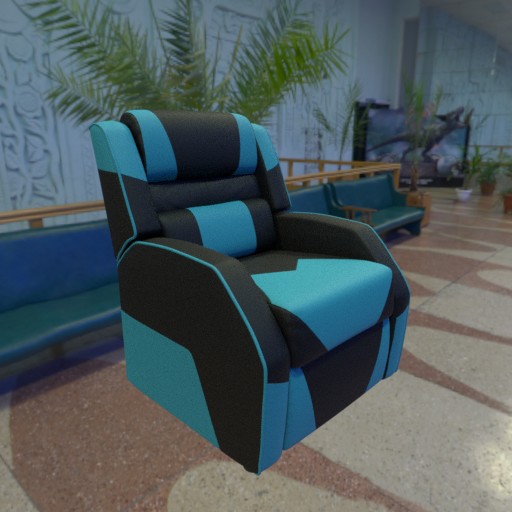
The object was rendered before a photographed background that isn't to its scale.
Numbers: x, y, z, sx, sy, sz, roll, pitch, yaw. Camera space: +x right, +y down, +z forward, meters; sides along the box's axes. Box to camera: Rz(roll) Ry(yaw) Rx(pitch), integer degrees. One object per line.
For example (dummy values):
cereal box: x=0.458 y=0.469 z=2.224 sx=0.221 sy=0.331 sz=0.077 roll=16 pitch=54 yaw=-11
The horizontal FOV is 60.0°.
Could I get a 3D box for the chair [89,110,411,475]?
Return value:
chair: x=0.000 y=0.000 z=1.263 sx=0.672 sy=0.805 sz=0.620 roll=15 pitch=22 yaw=43
